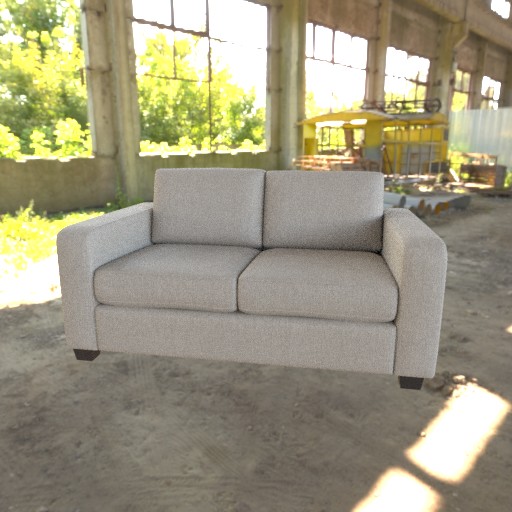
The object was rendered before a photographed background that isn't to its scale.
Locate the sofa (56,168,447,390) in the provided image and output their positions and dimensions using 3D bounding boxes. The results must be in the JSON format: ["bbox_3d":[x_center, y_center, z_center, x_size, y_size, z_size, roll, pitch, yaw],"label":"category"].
[{"bbox_3d":[0.000,0.000,2.130,1.540,0.800,0.900,2,14,10],"label":"sofa"}]
